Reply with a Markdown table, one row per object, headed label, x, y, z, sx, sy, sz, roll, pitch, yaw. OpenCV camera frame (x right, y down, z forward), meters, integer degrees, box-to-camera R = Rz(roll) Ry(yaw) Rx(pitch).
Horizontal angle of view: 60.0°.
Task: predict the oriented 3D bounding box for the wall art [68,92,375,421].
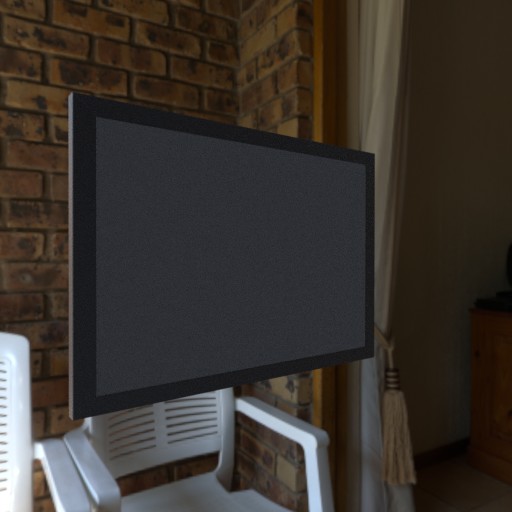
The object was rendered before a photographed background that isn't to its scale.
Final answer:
| label | x | y | z | sx | sy | sz | roll | pitch | yaw |
| --- | --- | --- | --- | --- | --- | --- | --- | --- | --- |
| wall art | 0.000 | 0.000 | 0.545 | 0.432 | 0.306 | 0.016 | 0 | 0 | -36 |
